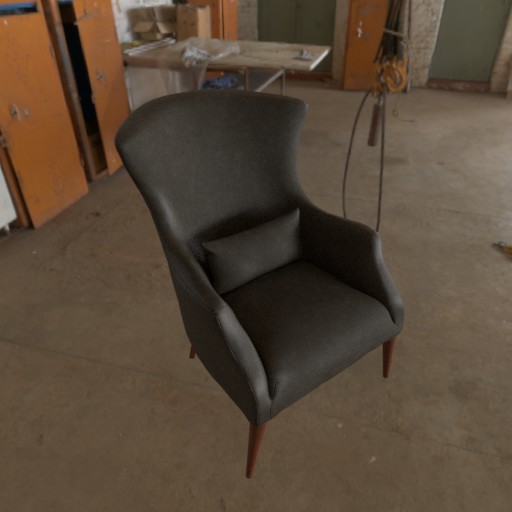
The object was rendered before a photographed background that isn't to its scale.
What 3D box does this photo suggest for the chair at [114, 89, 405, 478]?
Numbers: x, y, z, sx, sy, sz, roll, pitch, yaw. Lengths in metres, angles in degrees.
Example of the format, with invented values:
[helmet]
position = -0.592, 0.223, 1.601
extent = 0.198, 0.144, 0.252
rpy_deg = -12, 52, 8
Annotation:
[chair]
position = 0.000, 0.000, 1.728
extent = 0.819, 1.068, 0.954
rpy_deg = -23, 39, -31
